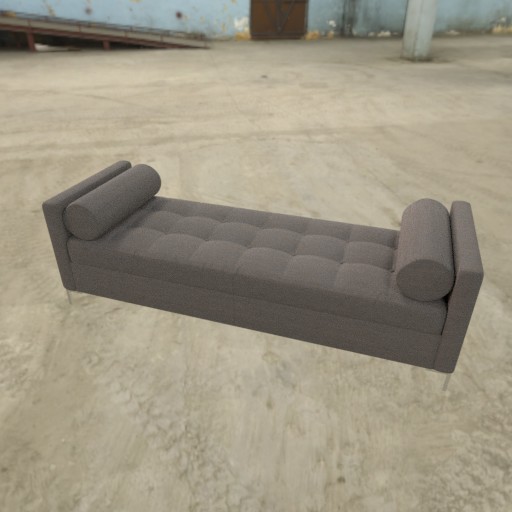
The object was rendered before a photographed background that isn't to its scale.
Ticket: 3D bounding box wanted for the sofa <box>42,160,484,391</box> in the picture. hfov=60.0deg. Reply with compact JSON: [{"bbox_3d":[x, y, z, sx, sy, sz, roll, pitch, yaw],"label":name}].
[{"bbox_3d":[0.000,0.000,2.304,1.981,0.635,0.686,10,32,16],"label":"sofa"}]
